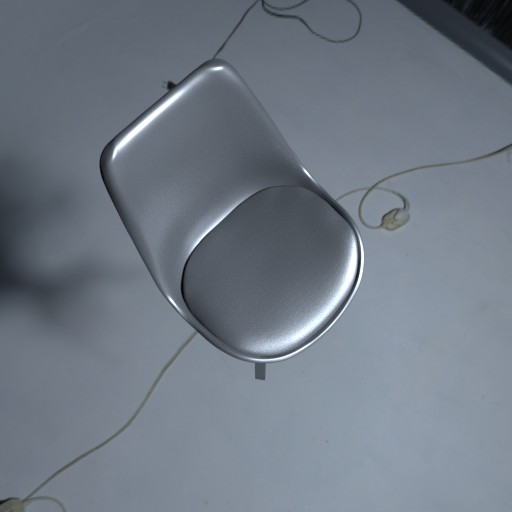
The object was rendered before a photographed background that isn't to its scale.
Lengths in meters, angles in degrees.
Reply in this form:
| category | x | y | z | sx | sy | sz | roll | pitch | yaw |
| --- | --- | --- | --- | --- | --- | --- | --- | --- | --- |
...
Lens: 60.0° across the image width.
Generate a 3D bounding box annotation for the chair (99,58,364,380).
| category | x | y | z | sx | sy | sz | roll | pitch | yaw |
| --- | --- | --- | --- | --- | --- | --- | --- | --- | --- |
| chair | 0.000 | 0.000 | 1.157 | 0.485 | 0.850 | 0.530 | -44 | 80 | -10 |
